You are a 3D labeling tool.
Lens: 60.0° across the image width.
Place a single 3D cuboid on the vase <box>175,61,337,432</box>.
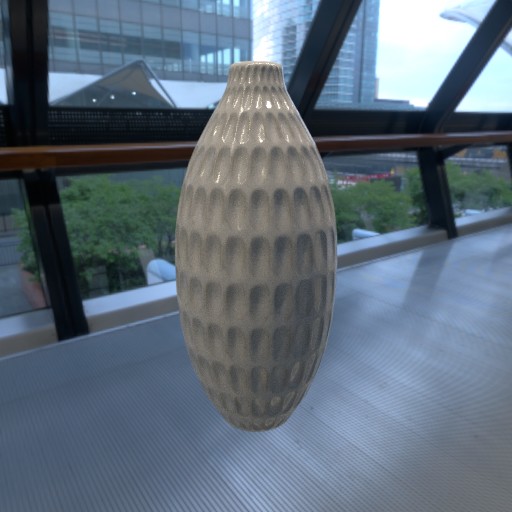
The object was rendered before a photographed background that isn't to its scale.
[{"bbox_3d":[0.000,0.000,0.352,0.127,0.282,0.127,0,15,0],"label":"vase"}]
